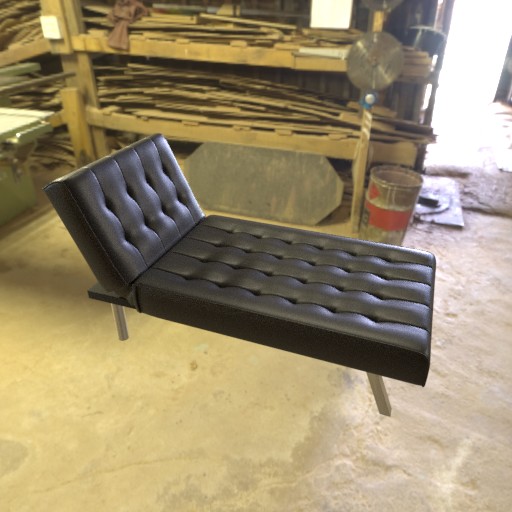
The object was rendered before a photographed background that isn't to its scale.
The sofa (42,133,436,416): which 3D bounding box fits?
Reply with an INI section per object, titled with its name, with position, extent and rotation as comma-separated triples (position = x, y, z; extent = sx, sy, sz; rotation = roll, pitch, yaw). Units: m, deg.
[sofa]
position = 0.000, 0.000, 2.009
extent = 1.560, 0.820, 0.760
rotation = 11, 32, 18
